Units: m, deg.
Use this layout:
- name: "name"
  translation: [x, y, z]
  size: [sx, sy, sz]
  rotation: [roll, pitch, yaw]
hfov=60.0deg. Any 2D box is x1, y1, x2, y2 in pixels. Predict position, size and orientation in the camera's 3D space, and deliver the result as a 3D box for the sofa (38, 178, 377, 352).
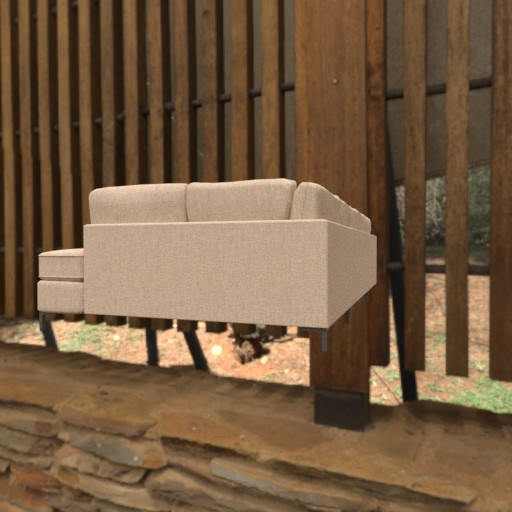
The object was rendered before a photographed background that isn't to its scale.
- name: "sofa"
  translation: [0.000, 0.000, 4.320]
  size: [2.021, 0.996, 3.423]
  rotation: [0, 1, 20]
